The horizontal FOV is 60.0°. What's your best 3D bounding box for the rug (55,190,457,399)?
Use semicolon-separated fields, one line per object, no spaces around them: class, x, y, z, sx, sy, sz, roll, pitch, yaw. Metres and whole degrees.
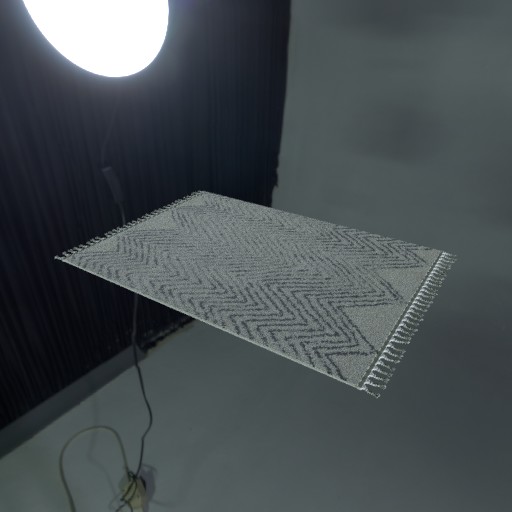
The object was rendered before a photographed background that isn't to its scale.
rug;0.000;0.000;2.416;1.847;0.014;1.230;18;34;29
